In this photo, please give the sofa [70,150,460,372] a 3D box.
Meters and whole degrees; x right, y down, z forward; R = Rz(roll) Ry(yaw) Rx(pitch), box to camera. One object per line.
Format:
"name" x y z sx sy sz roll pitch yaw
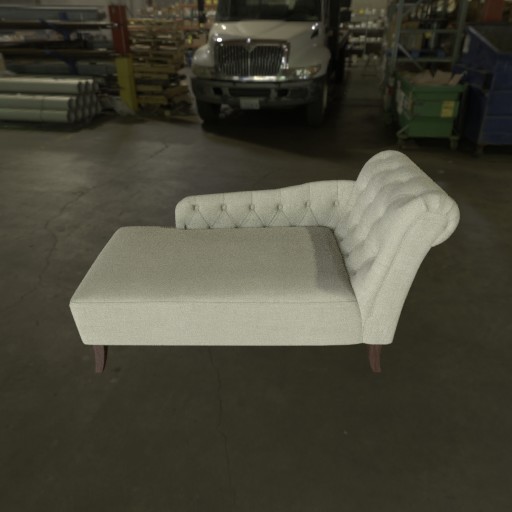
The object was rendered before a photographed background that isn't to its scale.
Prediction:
"sofa" 0.000 0.000 1.901 1.379 0.787 0.675 0 28 0
